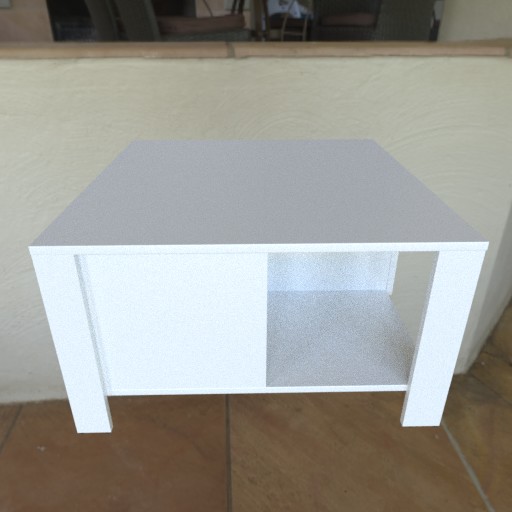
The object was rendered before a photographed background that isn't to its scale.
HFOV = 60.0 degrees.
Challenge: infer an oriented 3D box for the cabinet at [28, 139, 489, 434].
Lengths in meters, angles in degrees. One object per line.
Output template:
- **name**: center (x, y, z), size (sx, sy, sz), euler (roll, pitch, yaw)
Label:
- **cabinet**: center (0.000, 0.000, 1.228), size (0.800, 0.460, 0.800), euler (-1, 27, -1)
